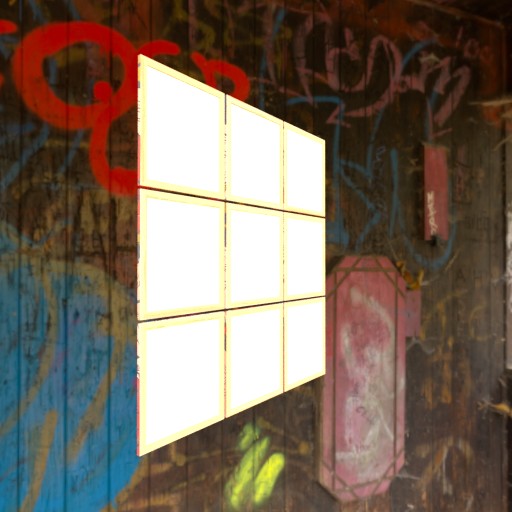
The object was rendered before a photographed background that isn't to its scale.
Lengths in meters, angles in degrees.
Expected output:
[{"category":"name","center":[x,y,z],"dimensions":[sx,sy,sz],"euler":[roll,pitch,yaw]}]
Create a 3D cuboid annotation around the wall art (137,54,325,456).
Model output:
[{"category":"wall art","center":[0.000,0.000,1.833],"dimensions":[0.013,1.218,1.206],"euler":[0,-1,36]}]
